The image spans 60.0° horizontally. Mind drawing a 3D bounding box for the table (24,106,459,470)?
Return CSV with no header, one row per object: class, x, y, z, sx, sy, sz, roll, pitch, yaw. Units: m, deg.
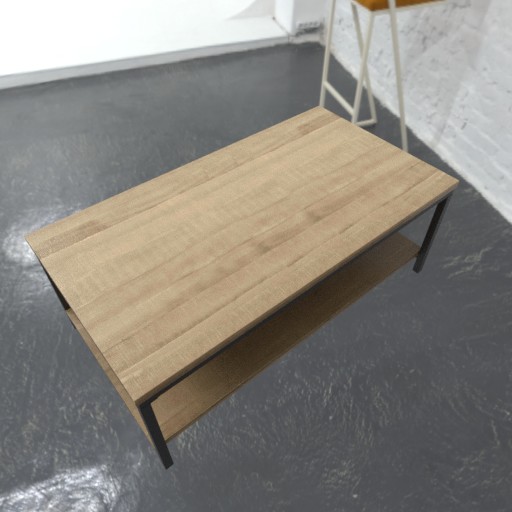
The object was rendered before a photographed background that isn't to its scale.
table,0.000,0.000,1.352,1.062,0.393,0.574,-31,54,-26
